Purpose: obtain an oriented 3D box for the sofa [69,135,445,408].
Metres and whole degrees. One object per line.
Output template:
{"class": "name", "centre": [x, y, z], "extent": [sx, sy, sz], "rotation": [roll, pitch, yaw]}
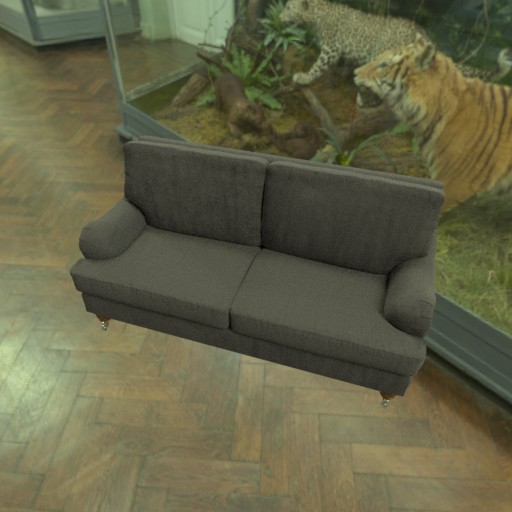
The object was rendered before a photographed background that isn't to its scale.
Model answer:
{"class": "sofa", "centre": [0.000, 0.000, 2.864], "extent": [2.165, 1.087, 1.086], "rotation": [12, 42, 14]}
